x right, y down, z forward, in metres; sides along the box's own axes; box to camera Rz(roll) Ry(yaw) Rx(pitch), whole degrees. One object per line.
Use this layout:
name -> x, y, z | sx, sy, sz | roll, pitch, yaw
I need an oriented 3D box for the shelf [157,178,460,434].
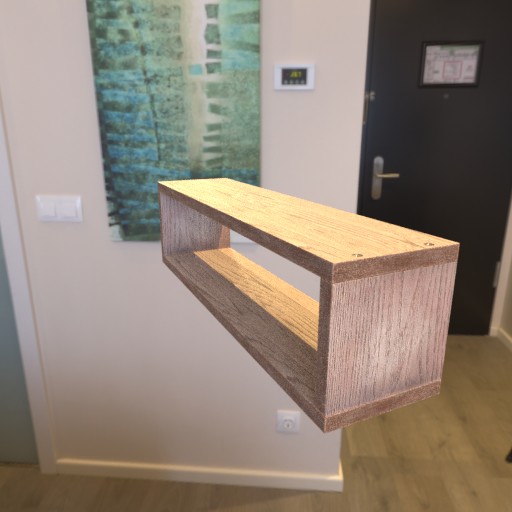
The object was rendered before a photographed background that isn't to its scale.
shelf -> 0.000, 0.000, 0.691 | 0.150, 0.170, 0.610 | -8, 18, -25
